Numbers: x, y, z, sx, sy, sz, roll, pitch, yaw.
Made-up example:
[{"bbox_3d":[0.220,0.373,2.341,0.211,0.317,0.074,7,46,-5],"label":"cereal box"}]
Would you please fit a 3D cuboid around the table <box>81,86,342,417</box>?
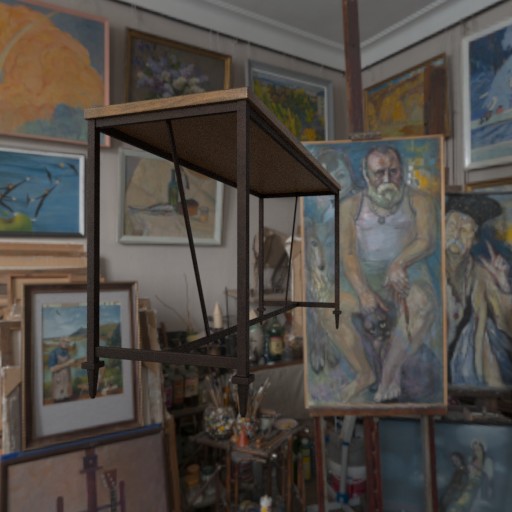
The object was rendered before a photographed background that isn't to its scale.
[{"bbox_3d":[0.000,0.000,2.083,0.551,0.902,1.700,0,-1,19],"label":"table"}]
